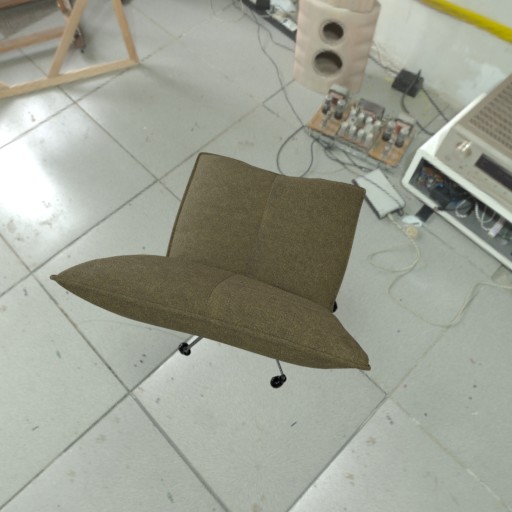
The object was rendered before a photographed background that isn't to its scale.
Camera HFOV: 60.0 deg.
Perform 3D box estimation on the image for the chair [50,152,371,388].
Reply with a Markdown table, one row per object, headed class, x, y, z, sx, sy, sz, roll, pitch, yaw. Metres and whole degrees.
| class | x | y | z | sx | sy | sz | roll | pitch | yaw |
| --- | --- | --- | --- | --- | --- | --- | --- | --- | --- |
| chair | 0.000 | 0.000 | 1.268 | 0.597 | 0.811 | 0.696 | 15 | 65 | 7 |
